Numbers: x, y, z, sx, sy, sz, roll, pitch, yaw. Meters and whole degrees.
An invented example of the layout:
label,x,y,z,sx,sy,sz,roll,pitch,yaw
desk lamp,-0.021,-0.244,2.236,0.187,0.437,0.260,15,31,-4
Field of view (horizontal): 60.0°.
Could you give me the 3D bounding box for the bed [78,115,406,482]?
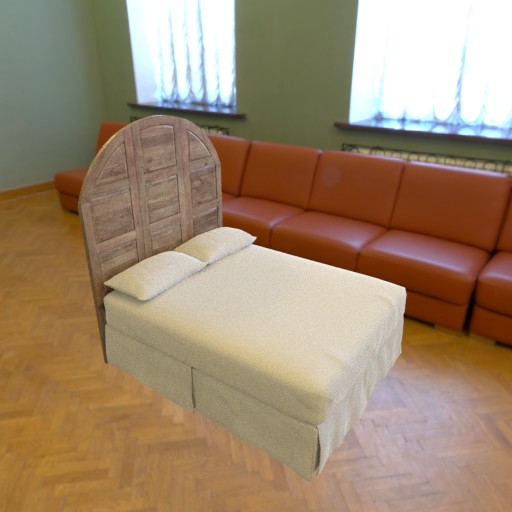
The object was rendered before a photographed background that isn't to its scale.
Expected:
label,x,y,z,sx,sy,sz,roll,pitch,yaw
bed,0.000,0.000,3.524,2.112,2.002,1.713,16,29,31
